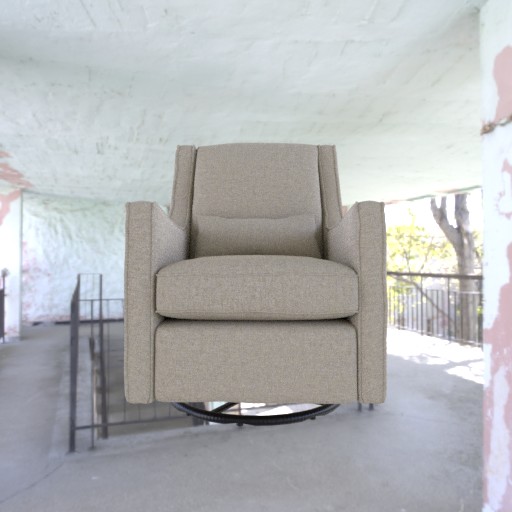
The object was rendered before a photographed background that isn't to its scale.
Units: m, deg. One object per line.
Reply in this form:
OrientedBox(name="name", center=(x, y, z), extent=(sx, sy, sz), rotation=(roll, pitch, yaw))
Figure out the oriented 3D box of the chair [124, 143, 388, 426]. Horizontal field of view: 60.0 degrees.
OrientedBox(name="chair", center=(0.000, 0.000, 1.623), extent=(0.732, 0.993, 0.879), rotation=(0, -1, 0))
